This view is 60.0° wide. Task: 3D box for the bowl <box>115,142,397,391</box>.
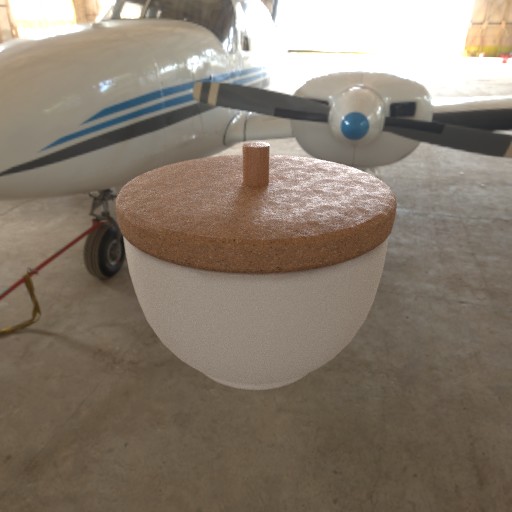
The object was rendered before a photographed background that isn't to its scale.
[{"bbox_3d":[0.000,0.000,0.221,0.126,0.110,0.126,0,27,0],"label":"bowl"}]
